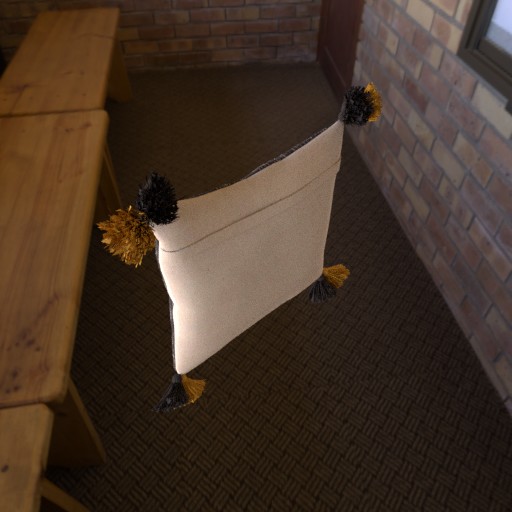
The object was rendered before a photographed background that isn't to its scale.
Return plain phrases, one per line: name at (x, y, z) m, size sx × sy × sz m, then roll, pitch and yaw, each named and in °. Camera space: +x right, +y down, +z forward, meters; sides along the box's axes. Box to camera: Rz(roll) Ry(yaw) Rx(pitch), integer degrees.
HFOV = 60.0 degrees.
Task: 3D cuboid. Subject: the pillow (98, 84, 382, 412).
pillow at (0.000, 0.000, 0.967) m, size 0.654 × 0.659 × 0.139 m, roll -31°, pitch 53°, yaw -27°
